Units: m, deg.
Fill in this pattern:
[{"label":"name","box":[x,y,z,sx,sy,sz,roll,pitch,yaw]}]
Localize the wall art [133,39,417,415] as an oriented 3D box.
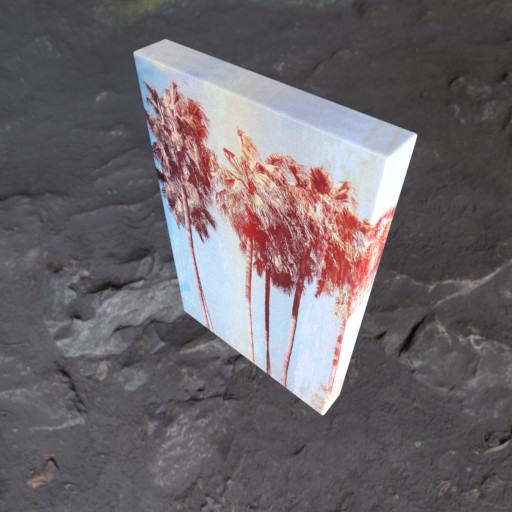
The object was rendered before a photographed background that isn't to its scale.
[{"label":"wall art","box":[0.000,0.000,0.479,0.251,0.380,0.039,32,54,26]}]
